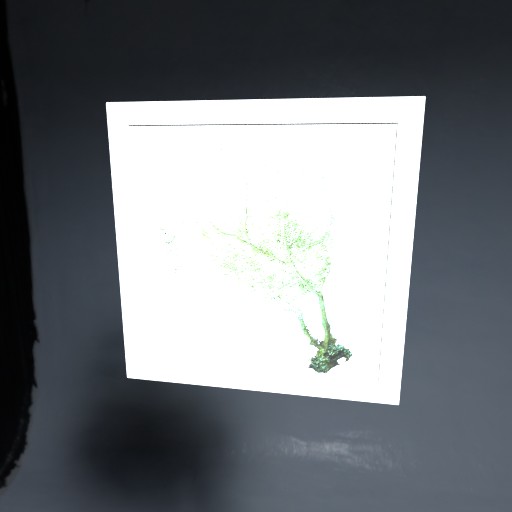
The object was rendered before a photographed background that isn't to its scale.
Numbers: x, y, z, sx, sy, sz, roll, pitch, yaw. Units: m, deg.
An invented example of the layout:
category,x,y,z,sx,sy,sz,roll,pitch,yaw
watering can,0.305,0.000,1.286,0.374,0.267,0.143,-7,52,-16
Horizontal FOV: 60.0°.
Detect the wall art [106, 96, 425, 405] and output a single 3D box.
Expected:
category,x,y,z,sx,sy,sz,roll,pitch,yaw
wall art,0.000,0.000,0.879,0.584,0.584,0.013,3,14,10
